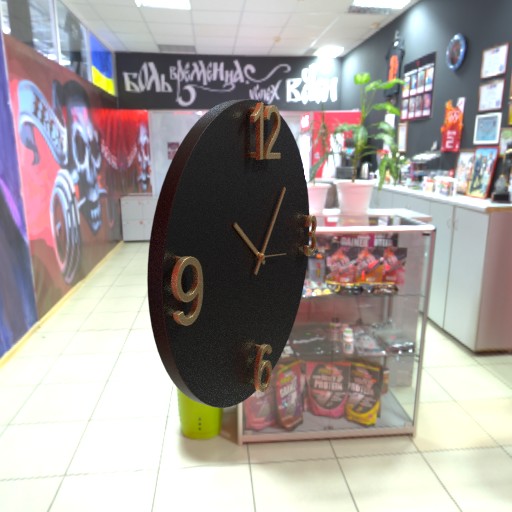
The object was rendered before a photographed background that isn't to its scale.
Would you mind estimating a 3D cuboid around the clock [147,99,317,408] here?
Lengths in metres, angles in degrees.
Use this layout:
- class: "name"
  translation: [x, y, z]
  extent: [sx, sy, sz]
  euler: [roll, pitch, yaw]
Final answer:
- class: "clock"
  translation: [0.000, 0.000, 0.679]
  extent: [0.038, 0.454, 0.454]
  euler: [7, 15, 26]
